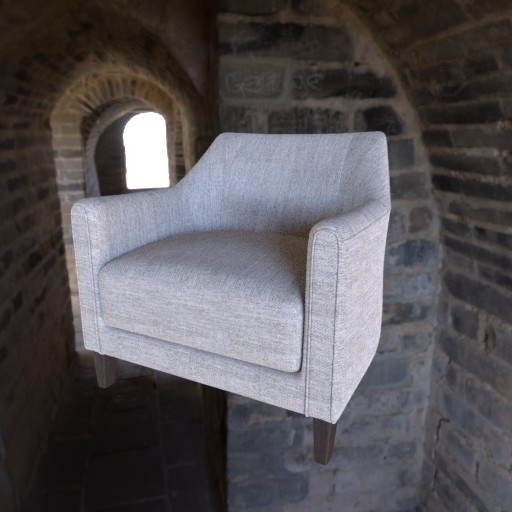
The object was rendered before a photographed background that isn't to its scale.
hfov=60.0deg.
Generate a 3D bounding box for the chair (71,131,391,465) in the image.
[{"bbox_3d":[0.000,0.000,1.397,0.796,0.761,0.758,8,17,27],"label":"chair"}]
